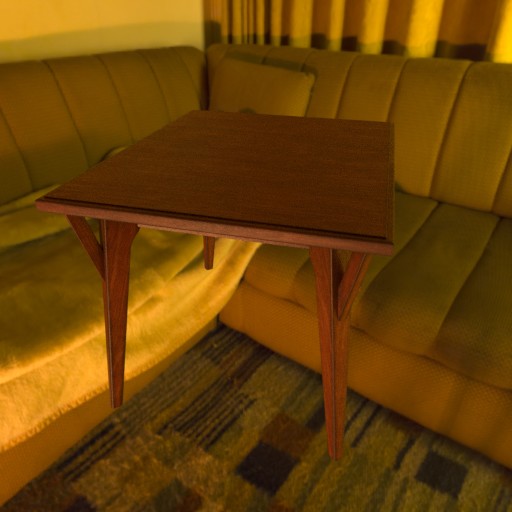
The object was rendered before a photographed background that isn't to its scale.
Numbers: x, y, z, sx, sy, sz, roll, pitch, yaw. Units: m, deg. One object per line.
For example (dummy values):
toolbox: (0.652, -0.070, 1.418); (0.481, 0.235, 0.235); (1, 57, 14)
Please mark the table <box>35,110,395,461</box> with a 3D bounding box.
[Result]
table: (0.000, 0.000, 1.575); (0.838, 0.761, 0.991); (8, 32, 13)
